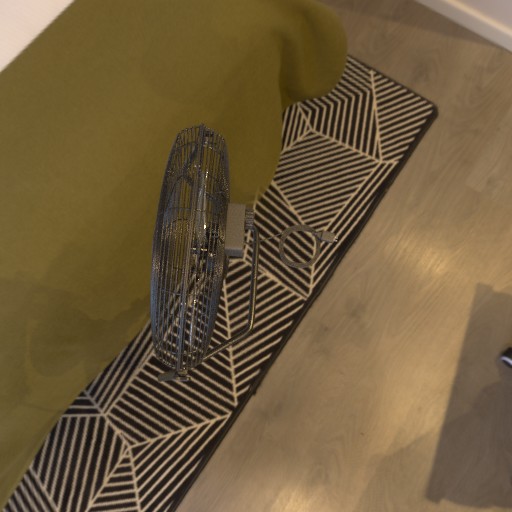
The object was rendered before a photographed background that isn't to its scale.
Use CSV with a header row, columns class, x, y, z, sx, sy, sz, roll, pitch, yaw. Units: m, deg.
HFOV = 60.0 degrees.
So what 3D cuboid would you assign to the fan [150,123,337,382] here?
class,x,y,z,sx,sy,sz,roll,pitch,yaw
fan,0.000,0.000,1.006,0.470,0.605,0.595,4,76,1
